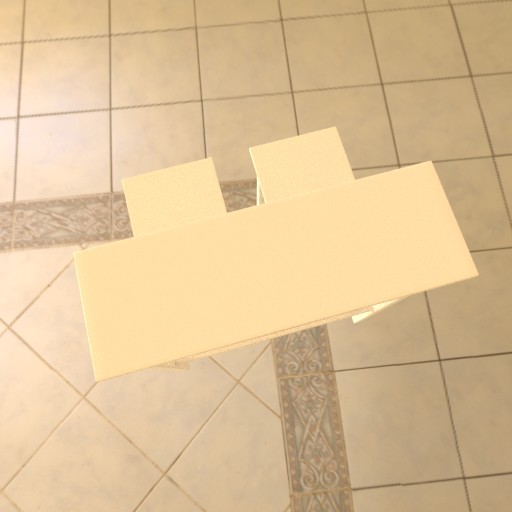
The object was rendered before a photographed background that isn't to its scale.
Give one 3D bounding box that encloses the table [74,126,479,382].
[{"bbox_3d":[0.000,0.000,1.609,0.915,1.065,0.650,-15,75,-4],"label":"table"}]
